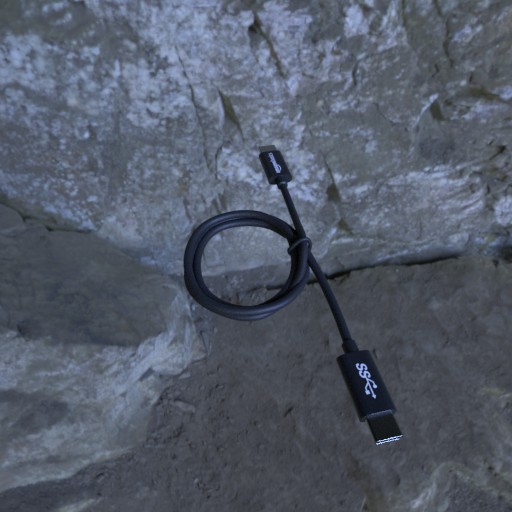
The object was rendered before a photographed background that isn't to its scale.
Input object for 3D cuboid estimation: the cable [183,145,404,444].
[{"bbox_3d":[0.000,0.000,0.210,0.070,0.014,0.186,-9,48,-9],"label":"cable"}]
